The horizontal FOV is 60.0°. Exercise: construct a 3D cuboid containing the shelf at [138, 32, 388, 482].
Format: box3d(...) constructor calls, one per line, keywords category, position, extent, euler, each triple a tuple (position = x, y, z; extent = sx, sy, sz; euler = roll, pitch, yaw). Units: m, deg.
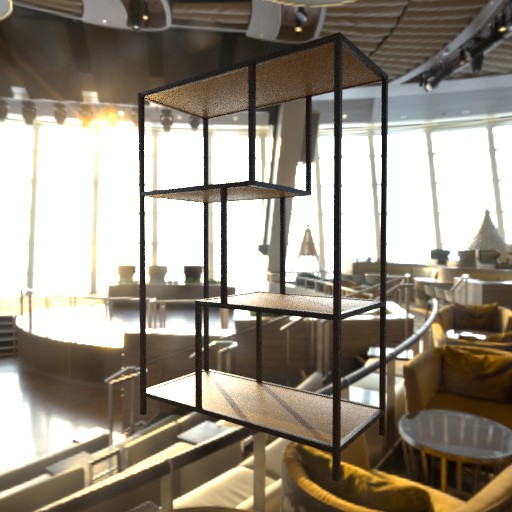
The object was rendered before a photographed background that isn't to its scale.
box3d(category="shelf", position=(0.000, 0.000, 1.487), extent=(0.770, 1.138, 0.350), euler=(1, 2, 36))
